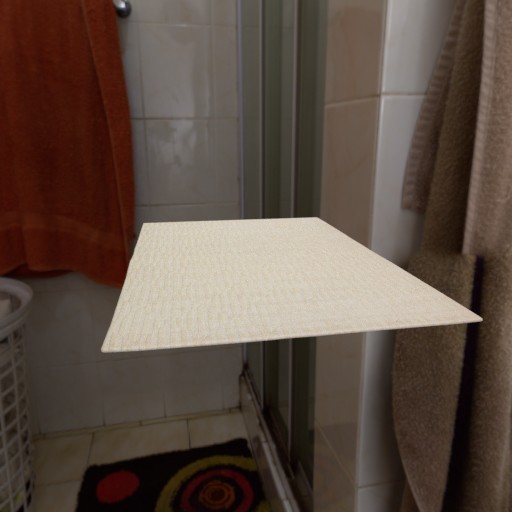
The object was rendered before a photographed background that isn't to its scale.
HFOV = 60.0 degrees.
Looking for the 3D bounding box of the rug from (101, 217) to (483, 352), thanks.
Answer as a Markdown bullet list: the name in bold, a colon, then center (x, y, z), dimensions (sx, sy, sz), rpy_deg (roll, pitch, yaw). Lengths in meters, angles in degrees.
- **rug**: center (0.000, 0.000, 2.247), dimensions (1.238, 0.014, 1.848), rpy_deg (-3, 16, -10)
